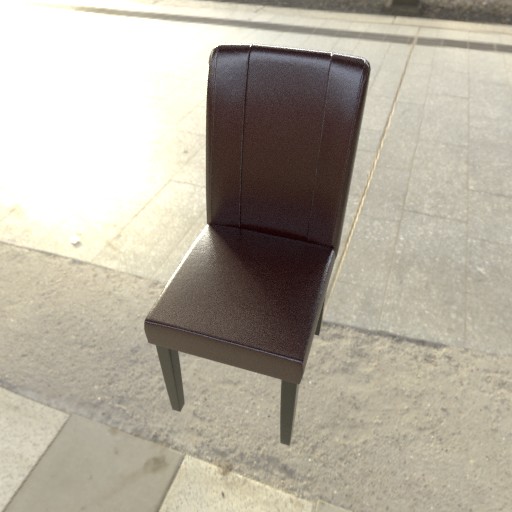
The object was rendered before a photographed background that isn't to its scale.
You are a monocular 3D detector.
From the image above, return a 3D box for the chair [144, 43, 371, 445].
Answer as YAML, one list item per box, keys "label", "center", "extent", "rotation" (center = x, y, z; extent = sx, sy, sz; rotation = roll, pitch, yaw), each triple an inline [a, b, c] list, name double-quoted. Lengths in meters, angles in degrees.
- label: "chair"
  center: [0.000, 0.000, 1.174]
  extent: [0.399, 0.897, 0.556]
  rotation: [12, 43, 13]
